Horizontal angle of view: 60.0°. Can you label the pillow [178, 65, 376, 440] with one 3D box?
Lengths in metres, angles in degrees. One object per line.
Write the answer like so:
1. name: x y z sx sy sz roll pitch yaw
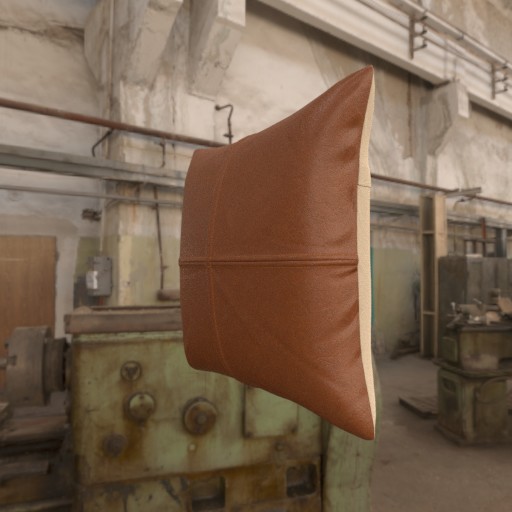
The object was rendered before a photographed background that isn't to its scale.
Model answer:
1. pillow: 0.000 0.000 0.756 0.192 0.477 0.501 1 -2 -35
